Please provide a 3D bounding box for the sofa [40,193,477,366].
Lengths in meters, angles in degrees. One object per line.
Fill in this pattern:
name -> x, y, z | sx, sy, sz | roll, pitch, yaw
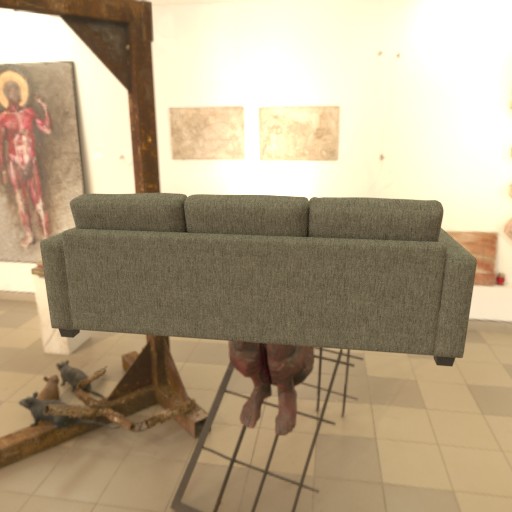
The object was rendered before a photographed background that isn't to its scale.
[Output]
sofa -> 0.000, 0.000, 2.600 | 2.160, 0.800, 0.900 | 2, 16, 9
